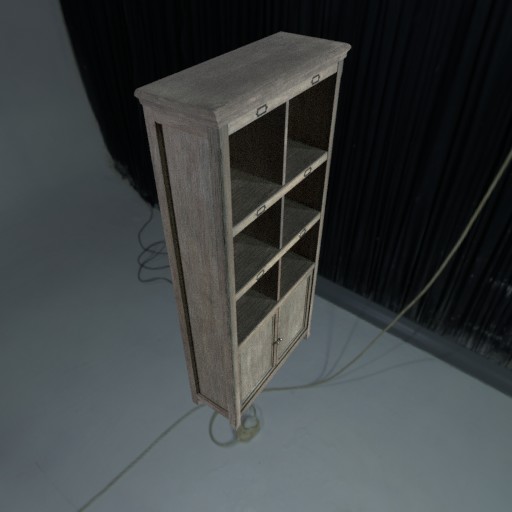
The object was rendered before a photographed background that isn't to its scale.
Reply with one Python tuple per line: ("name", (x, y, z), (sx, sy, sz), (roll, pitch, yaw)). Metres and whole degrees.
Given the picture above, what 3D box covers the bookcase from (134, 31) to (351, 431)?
("bookcase", (0.000, 0.000, 2.260), (0.348, 1.880, 0.906), (24, 46, 26))
